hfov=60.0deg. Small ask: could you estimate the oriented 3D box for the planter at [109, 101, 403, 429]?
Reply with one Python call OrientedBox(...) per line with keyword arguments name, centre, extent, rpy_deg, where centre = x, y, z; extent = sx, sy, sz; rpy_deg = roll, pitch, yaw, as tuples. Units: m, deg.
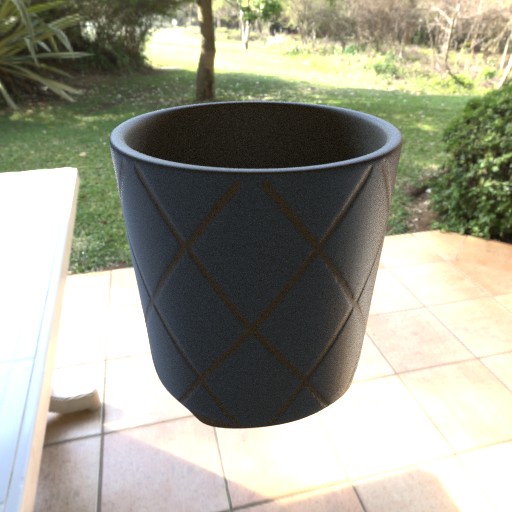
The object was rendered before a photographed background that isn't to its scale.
OrientedBox(name="planter", centre=(0.000, 0.000, 0.347), extent=(0.191, 0.200, 0.191), rpy_deg=(0, 29, 0))
